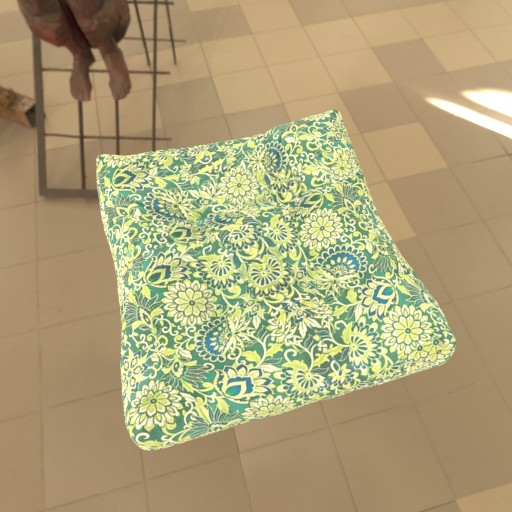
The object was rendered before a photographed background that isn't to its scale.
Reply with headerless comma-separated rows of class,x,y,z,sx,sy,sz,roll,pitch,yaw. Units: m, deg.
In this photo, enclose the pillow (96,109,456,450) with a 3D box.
pillow,0.000,0.000,0.720,0.468,0.128,0.490,-13,60,-8
